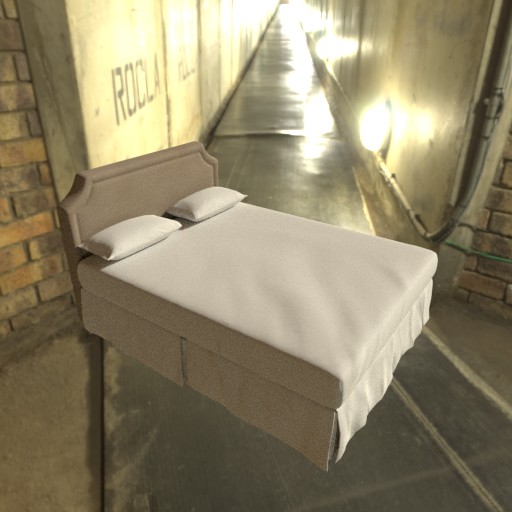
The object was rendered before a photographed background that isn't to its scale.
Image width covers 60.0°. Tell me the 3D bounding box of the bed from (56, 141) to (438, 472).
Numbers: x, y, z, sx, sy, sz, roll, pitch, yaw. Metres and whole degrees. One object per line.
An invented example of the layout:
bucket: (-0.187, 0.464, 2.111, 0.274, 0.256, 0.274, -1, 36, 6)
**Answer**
bed: (0.000, 0.000, 3.594, 2.498, 1.293, 1.977, 18, 32, 31)
